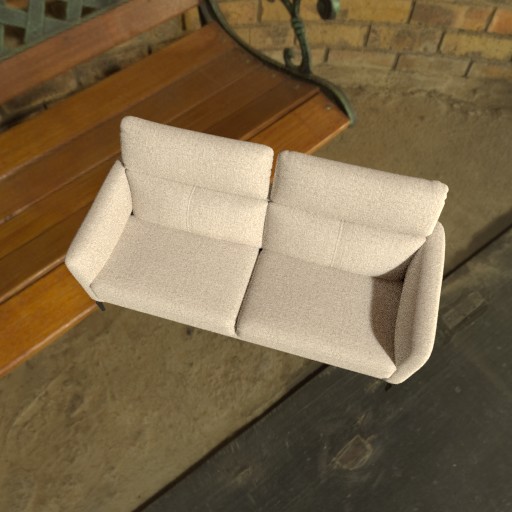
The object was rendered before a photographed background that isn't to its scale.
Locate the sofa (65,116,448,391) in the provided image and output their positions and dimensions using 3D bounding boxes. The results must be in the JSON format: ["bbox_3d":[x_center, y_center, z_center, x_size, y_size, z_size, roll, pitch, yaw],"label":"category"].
[{"bbox_3d":[0.000,0.000,2.536,2.015,0.956,0.856,14,60,8],"label":"sofa"}]
